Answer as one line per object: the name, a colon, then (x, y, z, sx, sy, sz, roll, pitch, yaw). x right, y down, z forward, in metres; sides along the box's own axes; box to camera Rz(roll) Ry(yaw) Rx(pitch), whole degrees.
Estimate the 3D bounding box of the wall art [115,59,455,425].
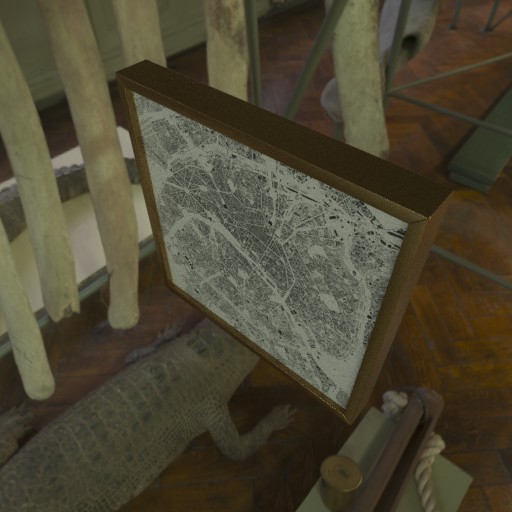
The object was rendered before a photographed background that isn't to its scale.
wall art: (0.000, 0.000, 0.453, 0.305, 0.305, 0.037, 32, 54, 26)
